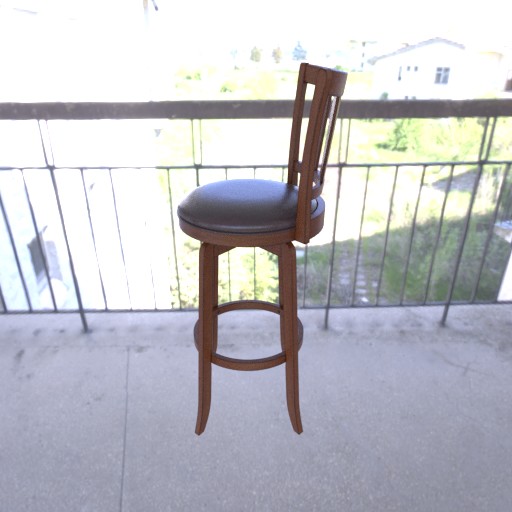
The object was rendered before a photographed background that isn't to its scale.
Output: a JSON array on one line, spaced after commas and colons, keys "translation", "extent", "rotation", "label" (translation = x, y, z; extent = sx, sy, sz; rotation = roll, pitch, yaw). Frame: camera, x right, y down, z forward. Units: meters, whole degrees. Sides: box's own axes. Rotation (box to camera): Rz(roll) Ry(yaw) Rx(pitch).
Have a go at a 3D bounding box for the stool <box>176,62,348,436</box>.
[{"translation": [0.000, 0.000, 1.485], "extent": [0.503, 1.177, 0.464], "rotation": [0, 25, -1], "label": "stool"}]
